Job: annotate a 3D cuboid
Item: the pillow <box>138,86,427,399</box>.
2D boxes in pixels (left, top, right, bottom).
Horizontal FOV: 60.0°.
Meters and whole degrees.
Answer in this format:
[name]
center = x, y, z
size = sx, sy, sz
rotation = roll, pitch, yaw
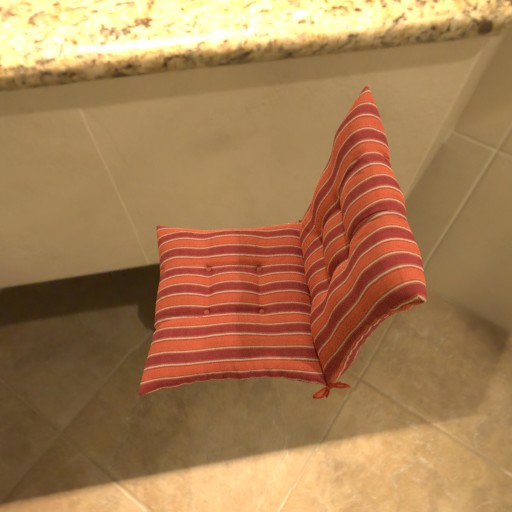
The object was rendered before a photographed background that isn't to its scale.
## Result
[pillow]
center = 0.000, 0.000, 1.021
size = 0.585, 0.536, 0.541
rotation = -2, 59, -1
